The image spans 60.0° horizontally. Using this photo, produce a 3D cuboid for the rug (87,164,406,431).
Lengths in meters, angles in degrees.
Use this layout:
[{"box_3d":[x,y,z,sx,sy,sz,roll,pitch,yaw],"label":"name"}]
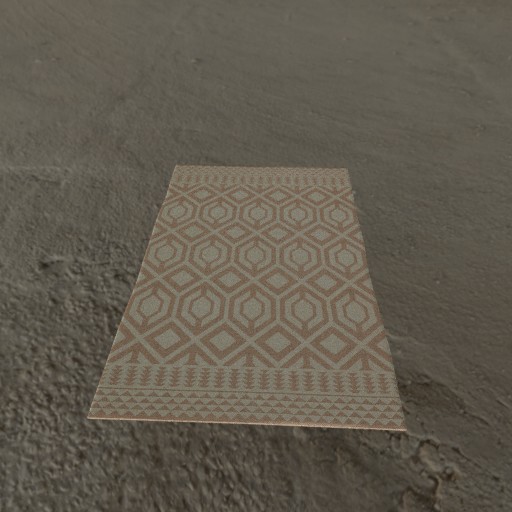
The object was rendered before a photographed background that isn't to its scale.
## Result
[{"box_3d":[0.000,0.000,3.017,1.526,0.011,2.435,2,41,2],"label":"rug"}]
